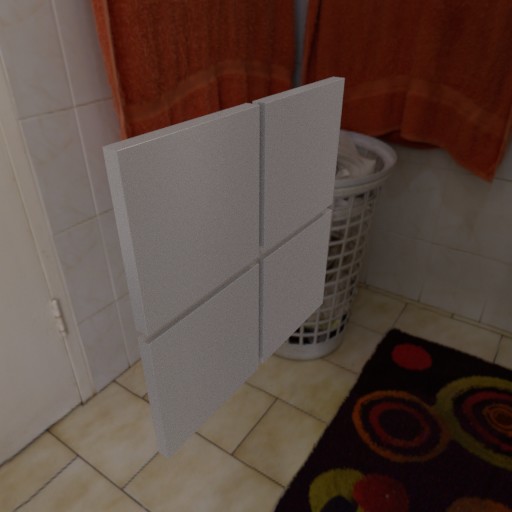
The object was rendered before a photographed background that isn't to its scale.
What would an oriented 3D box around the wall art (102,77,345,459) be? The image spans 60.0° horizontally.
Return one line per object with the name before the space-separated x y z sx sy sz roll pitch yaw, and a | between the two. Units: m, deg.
wall art | 0.000 0.000 0.915 0.029 0.611 0.611 21 37 30
